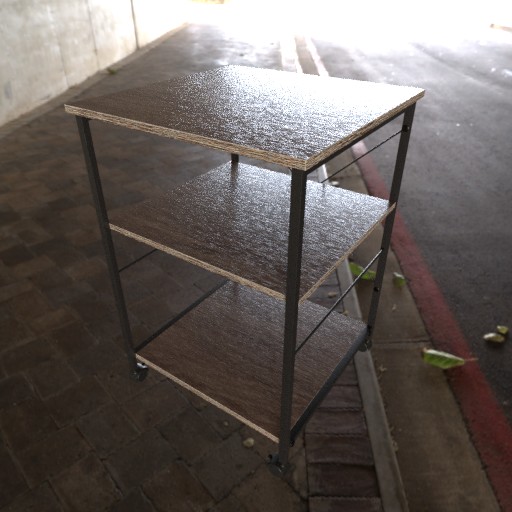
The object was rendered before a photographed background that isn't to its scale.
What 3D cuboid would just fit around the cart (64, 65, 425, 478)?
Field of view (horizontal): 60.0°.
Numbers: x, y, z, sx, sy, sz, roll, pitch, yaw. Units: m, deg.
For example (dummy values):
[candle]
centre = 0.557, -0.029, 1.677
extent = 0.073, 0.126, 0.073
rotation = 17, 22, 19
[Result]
[cart]
centre = 0.000, 0.000, 1.096
extent = 0.521, 0.762, 0.520
rotation = 20, 38, 29
